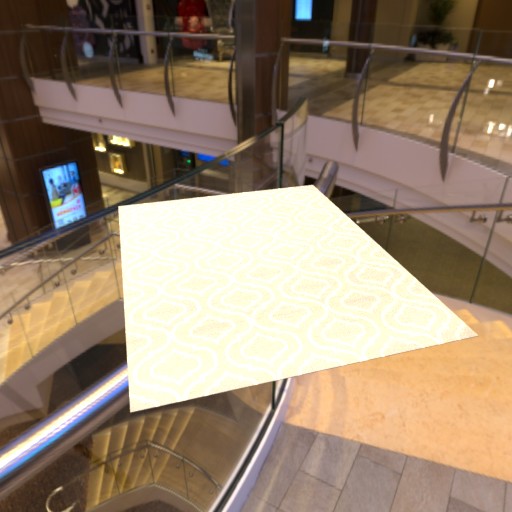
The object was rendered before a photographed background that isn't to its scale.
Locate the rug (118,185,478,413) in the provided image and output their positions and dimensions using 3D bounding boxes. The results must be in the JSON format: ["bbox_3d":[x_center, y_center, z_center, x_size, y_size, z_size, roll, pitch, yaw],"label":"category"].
[{"bbox_3d":[0.000,0.000,3.914,2.283,0.006,2.892,-8,31,-14],"label":"rug"}]
